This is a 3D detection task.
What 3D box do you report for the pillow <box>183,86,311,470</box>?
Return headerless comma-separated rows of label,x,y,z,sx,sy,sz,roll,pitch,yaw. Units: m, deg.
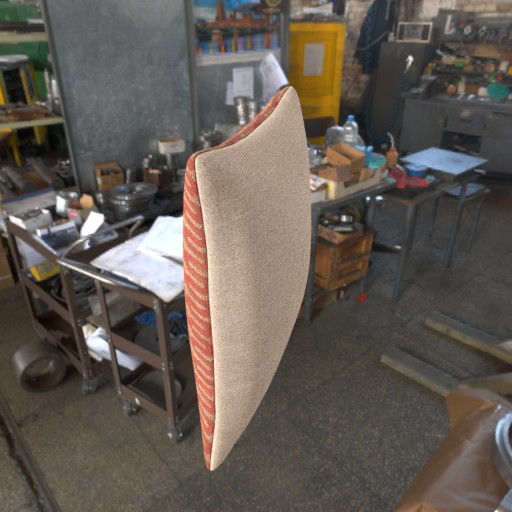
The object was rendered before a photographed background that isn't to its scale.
pillow,0.000,0.000,0.787,0.182,0.503,0.511,7,30,13
